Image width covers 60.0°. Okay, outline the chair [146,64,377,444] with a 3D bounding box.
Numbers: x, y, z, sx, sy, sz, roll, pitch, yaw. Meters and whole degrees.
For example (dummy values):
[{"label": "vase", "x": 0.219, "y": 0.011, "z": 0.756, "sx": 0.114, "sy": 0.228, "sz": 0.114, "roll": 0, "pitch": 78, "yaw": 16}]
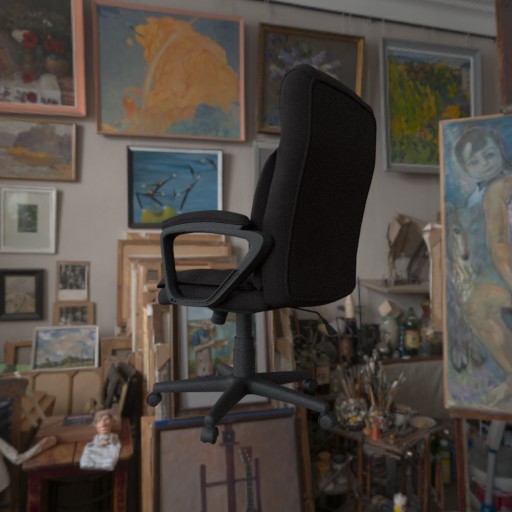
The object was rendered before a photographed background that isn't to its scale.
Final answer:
[{"label": "chair", "x": 0.000, "y": 0.000, "z": 1.587, "sx": 0.724, "sy": 1.105, "sz": 0.667, "roll": 1, "pitch": 1, "yaw": 36}]
